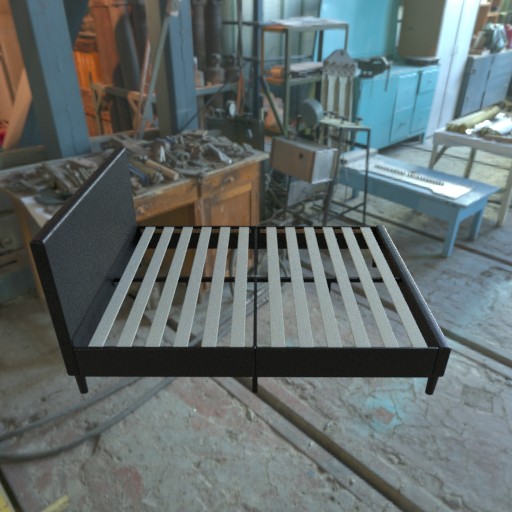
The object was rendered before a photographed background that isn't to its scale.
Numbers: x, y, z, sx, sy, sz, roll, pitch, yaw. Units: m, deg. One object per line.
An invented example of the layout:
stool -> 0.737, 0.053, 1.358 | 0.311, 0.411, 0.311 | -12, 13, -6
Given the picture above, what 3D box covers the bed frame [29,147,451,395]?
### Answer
bed frame -> 0.000, 0.000, 3.238 | 2.318, 1.127, 1.634 | 0, 30, 0
